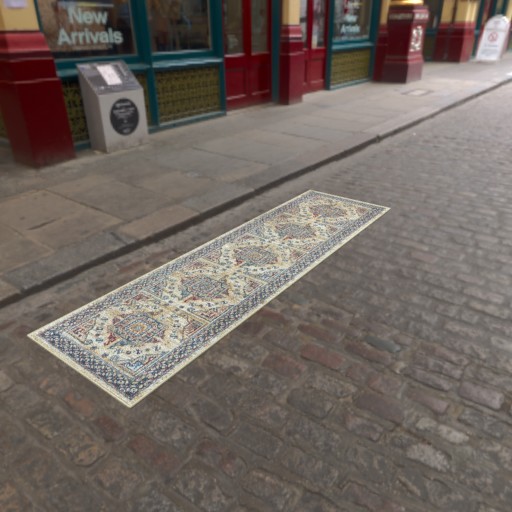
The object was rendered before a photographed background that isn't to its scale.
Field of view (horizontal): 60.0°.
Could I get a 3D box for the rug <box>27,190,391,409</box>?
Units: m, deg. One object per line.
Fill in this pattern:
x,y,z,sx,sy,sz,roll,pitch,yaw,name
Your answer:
0.000,0.000,2.480,0.661,0.013,2.297,19,33,32,rug
